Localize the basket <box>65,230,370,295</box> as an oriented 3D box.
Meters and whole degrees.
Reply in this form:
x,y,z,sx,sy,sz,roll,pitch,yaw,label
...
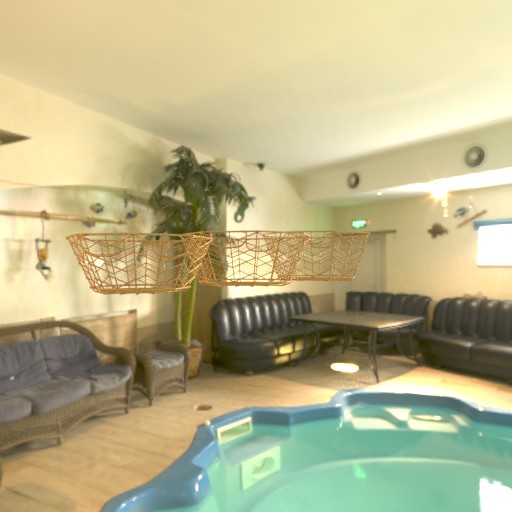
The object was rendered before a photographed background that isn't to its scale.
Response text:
x,y,z,sx,sy,sz,roll,pitch,yaw,label
0.000,0.000,1.397,0.432,0.178,1.245,-1,-1,35,basket
